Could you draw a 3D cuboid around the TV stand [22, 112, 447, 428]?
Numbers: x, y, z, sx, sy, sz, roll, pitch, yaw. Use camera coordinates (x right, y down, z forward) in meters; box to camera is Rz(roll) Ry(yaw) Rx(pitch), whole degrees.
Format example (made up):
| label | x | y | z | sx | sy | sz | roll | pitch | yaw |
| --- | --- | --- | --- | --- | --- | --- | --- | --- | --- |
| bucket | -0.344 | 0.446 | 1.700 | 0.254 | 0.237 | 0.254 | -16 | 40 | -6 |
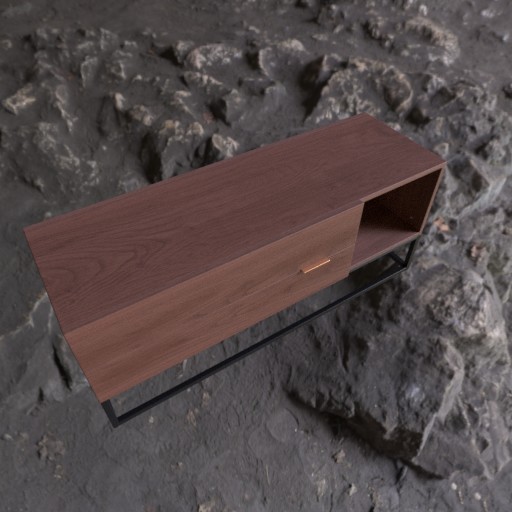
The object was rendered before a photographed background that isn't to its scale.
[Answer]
| label | x | y | z | sx | sy | sz | roll | pitch | yaw |
| --- | --- | --- | --- | --- | --- | --- | --- | --- | --- |
| TV stand | 0.000 | 0.000 | 1.450 | 1.200 | 0.500 | 0.415 | -24 | 50 | -22 |
